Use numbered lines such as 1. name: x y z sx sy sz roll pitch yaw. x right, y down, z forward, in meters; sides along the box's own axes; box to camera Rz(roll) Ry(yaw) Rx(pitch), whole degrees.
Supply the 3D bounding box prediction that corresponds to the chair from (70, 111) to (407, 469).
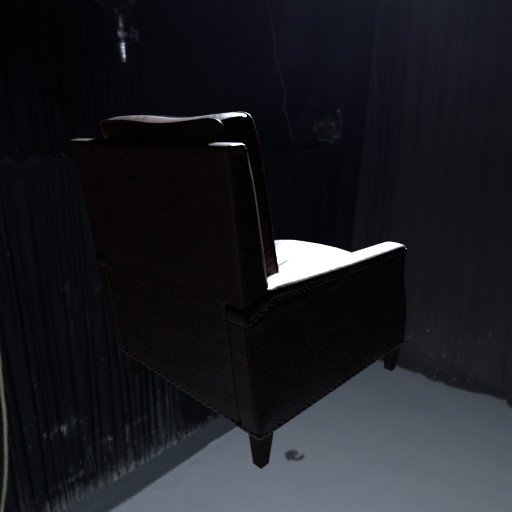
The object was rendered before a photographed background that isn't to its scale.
1. chair: 0.000 0.000 1.754 0.854 1.054 1.035 15 22 43
